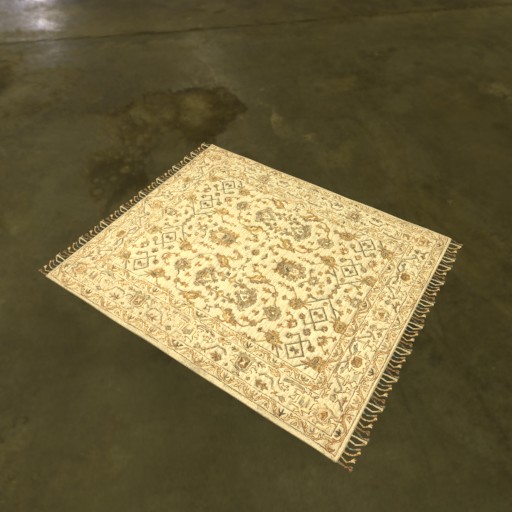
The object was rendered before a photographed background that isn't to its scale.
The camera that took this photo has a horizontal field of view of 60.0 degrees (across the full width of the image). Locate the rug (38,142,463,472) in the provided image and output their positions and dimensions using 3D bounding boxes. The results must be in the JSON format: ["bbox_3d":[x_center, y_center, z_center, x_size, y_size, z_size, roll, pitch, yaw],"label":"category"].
[{"bbox_3d":[0.000,0.000,4.031,3.061,0.034,2.426,26,53,22],"label":"rug"}]
